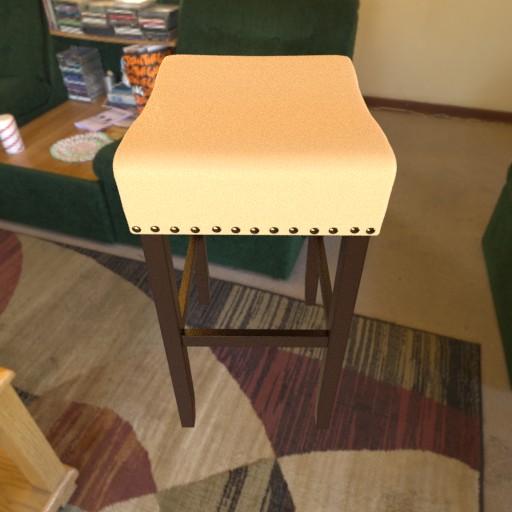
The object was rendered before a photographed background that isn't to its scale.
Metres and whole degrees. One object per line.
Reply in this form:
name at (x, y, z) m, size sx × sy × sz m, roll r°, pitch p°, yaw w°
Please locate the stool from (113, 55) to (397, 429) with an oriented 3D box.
stool at (0.000, 0.000, 1.024) m, size 0.401 × 0.762 × 0.471 m, roll 0°, pitch 41°, yaw 0°
